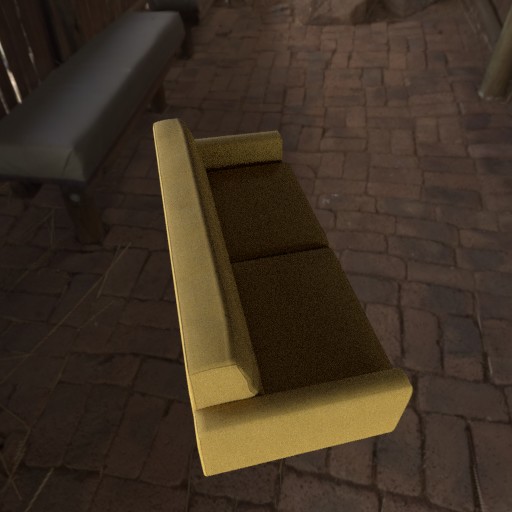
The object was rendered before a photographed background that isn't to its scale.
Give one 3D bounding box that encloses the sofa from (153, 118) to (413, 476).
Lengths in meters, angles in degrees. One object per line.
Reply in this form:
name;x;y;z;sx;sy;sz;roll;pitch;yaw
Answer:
sofa;0.000;0.000;2.458;0.909;0.841;2.029;-9;46;-9
